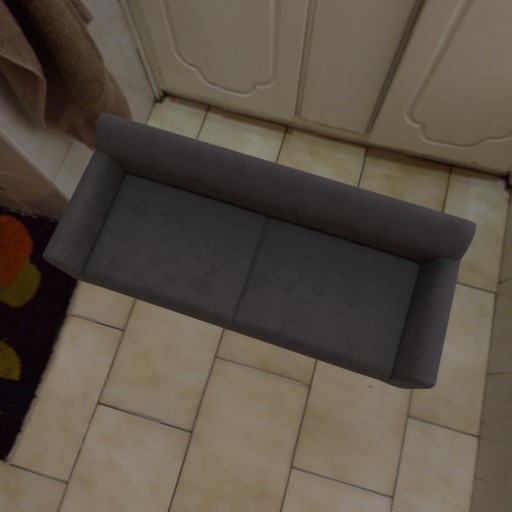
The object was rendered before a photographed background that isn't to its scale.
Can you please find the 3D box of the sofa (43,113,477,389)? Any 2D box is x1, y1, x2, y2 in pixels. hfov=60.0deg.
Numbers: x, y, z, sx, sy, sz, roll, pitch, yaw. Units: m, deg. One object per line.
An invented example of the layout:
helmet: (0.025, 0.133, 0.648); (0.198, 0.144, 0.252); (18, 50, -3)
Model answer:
sofa: (0.000, 0.000, 2.649); (2.190, 0.740, 0.900); (18, 73, 5)
